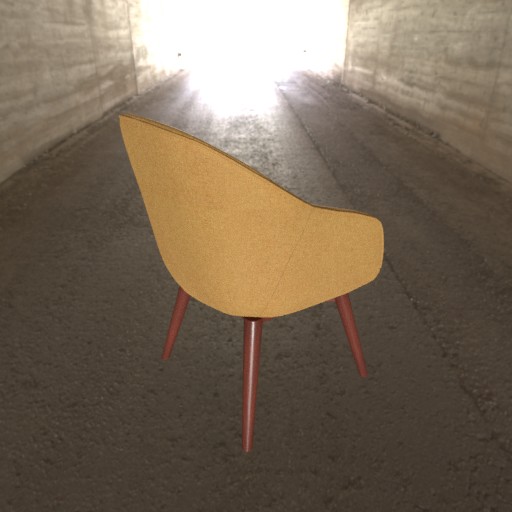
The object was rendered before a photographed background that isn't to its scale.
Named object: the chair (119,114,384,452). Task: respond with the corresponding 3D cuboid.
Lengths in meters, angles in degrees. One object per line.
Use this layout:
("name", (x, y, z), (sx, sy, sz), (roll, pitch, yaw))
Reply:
("chair", (0.000, 0.000, 1.263), (0.635, 0.823, 0.596), (-19, 32, -33))
